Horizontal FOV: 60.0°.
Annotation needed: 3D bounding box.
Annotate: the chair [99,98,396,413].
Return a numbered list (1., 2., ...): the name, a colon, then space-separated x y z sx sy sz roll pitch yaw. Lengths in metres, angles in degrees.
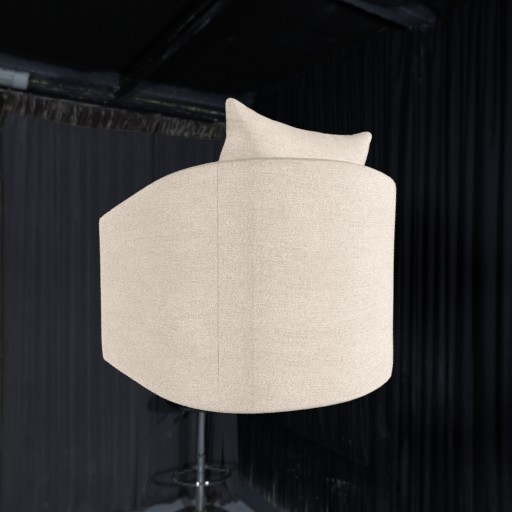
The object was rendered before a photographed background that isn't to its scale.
1. chair: 0.000 0.000 1.555 0.845 0.848 0.910 0 1 -35
